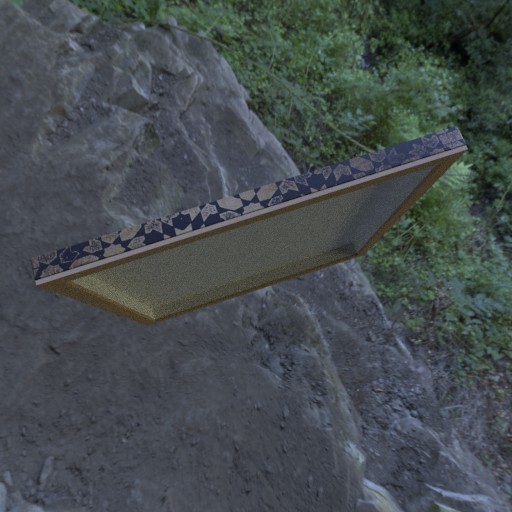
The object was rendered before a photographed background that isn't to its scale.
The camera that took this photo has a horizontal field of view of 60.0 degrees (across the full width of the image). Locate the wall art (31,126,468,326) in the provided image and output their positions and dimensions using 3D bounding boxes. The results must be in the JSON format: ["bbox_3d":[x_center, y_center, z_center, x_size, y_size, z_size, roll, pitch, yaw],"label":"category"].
[{"bbox_3d":[0.000,0.000,0.895,0.612,0.612,0.038,-18,77,-4],"label":"wall art"}]
